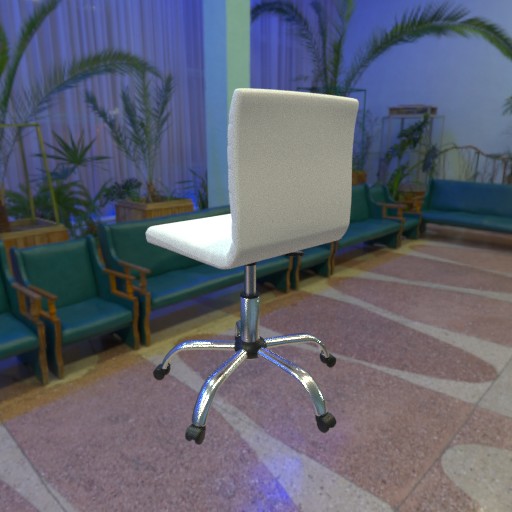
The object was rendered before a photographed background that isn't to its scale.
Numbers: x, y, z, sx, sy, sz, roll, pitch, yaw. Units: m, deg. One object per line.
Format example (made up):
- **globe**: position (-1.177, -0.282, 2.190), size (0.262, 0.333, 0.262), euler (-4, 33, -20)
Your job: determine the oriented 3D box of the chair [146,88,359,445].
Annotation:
- **chair**: position (0.000, 0.000, 1.150), size (0.556, 0.780, 0.530), euler (-14, 21, -42)
